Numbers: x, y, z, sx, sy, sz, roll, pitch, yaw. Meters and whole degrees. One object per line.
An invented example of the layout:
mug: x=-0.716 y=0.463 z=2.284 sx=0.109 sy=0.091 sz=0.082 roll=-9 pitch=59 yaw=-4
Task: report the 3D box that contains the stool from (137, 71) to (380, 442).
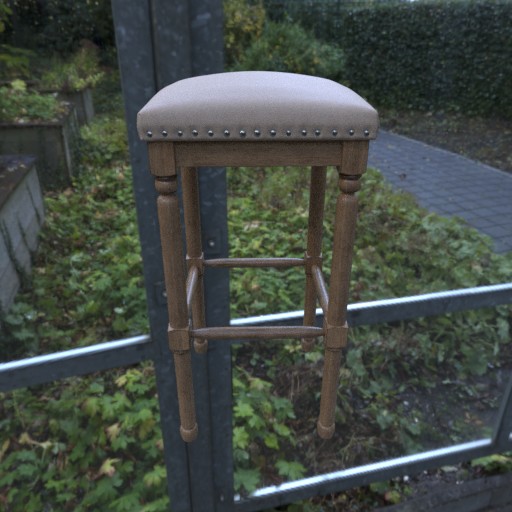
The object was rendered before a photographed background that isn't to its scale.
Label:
stool: x=0.000 y=0.000 z=0.998 sx=0.382 sy=0.768 sz=0.383 roll=-1 pitch=26 yaw=-1
